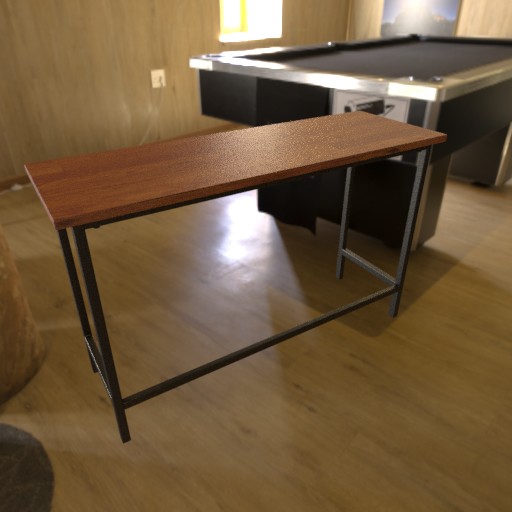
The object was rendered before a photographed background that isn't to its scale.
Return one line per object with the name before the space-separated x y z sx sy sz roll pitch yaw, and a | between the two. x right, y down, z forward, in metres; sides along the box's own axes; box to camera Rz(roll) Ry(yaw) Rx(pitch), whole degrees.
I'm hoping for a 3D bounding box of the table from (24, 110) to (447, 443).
table | 0.000 0.000 1.494 1.204 0.740 0.408 -17 35 -27
